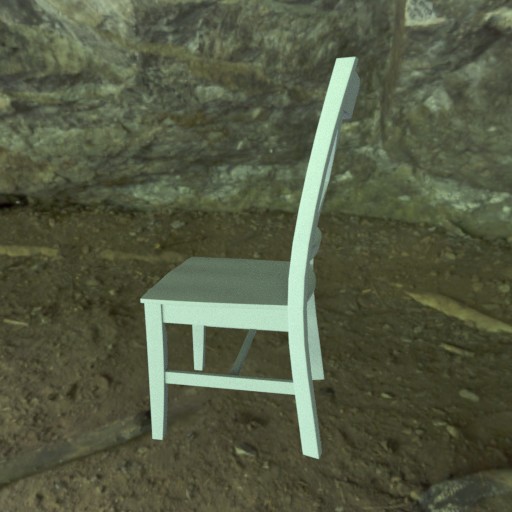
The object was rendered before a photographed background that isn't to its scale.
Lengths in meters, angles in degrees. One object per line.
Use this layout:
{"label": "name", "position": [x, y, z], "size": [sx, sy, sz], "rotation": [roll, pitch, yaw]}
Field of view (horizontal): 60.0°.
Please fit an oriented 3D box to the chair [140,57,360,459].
{"label": "chair", "position": [0.000, 0.000, 1.298], "size": [0.542, 0.983, 0.485], "rotation": [2, 14, 9]}
